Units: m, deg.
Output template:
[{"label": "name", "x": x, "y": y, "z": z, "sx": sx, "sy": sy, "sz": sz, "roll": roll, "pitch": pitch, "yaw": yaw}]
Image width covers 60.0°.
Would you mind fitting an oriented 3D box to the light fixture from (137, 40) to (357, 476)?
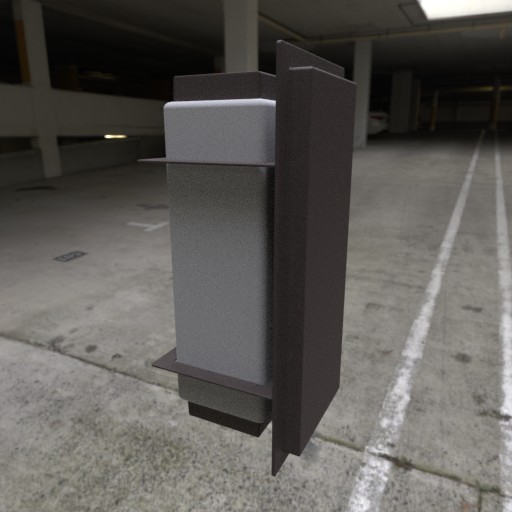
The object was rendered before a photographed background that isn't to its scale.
[{"label": "light fixture", "x": 0.000, "y": 0.000, "z": 0.427, "sx": 0.146, "sy": 0.347, "sz": 0.153, "roll": 8, "pitch": 17, "yaw": 26}]
